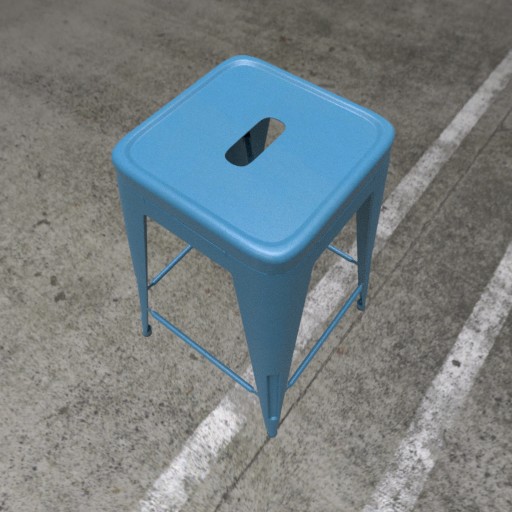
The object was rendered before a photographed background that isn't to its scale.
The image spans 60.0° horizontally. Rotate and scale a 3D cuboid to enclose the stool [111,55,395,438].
[{"bbox_3d":[0.000,0.000,0.871,0.410,0.608,0.410,33,63,19],"label":"stool"}]
